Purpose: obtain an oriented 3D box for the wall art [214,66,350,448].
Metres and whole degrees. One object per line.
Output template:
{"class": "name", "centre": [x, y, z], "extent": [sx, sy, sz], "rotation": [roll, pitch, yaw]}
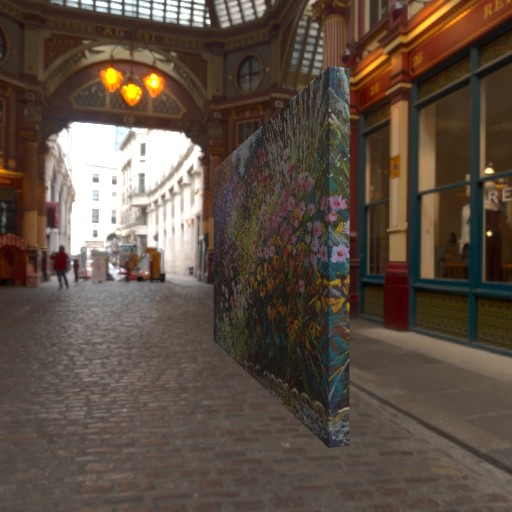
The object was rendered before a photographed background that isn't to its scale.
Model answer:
{"class": "wall art", "centre": [0.000, 0.000, 1.140], "extent": [0.037, 0.604, 0.908], "rotation": [0, 0, -17]}
